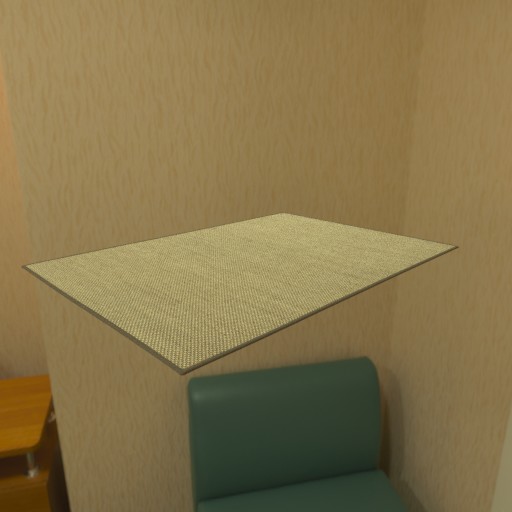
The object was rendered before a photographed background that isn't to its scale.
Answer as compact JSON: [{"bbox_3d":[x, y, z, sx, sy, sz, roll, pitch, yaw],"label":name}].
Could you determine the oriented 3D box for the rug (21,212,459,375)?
[{"bbox_3d":[0.000,0.000,2.624,2.133,0.012,1.523,-16,23,-42],"label":"rug"}]
